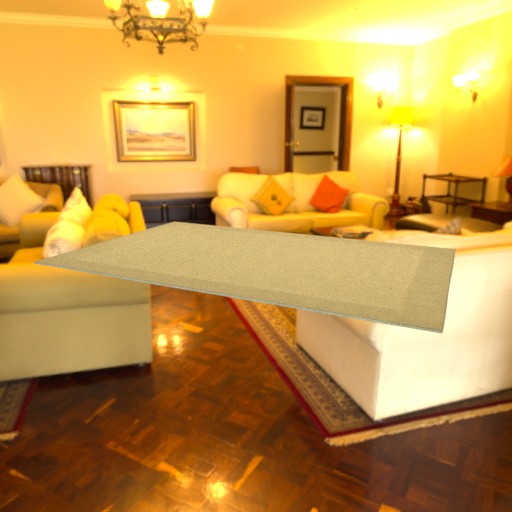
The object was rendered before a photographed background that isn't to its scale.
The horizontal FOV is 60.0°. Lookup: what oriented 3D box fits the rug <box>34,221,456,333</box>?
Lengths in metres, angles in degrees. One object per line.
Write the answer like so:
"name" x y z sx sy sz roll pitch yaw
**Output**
"rug" 0.000 0.000 3.003 2.438 0.014 1.524 7 17 24
